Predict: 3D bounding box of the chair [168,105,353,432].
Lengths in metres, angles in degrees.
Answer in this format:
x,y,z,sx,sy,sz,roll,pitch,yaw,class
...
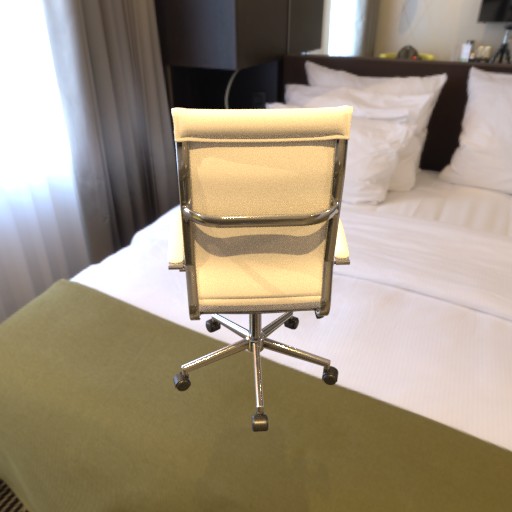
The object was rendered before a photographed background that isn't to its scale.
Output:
x,y,z,sx,sy,sz,roll,pitch,yaw,class
0.000,0.000,1.586,0.679,1.149,0.679,-2,30,-3,chair
